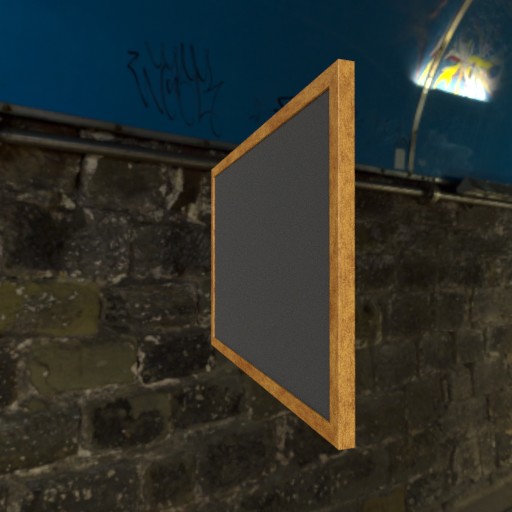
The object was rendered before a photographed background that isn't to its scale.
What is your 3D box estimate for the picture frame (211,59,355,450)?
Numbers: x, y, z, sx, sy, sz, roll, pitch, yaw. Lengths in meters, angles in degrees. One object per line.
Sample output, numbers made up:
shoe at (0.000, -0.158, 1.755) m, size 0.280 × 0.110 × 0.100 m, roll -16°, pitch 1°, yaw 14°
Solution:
picture frame at (0.000, 0.000, 1.146) m, size 0.029 × 0.621 × 0.922 m, roll 0°, pitch 0°, yaw -18°
